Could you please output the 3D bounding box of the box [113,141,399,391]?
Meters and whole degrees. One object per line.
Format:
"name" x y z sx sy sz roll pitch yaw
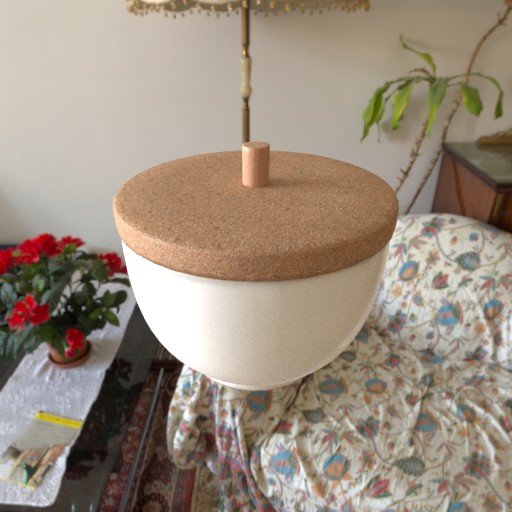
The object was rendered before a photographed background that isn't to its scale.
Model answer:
"box" 0.000 0.000 0.186 0.107 0.094 0.107 0 29 0
